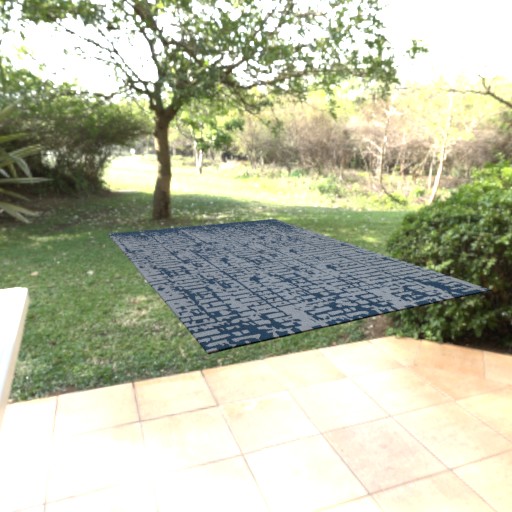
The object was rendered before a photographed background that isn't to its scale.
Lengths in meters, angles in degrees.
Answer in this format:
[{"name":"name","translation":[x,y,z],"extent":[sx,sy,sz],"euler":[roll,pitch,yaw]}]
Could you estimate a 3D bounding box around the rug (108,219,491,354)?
[{"name":"rug","translation":[0.000,0.000,2.323],"extent":[1.220,0.007,1.828],"euler":[-7,17,-26]}]
